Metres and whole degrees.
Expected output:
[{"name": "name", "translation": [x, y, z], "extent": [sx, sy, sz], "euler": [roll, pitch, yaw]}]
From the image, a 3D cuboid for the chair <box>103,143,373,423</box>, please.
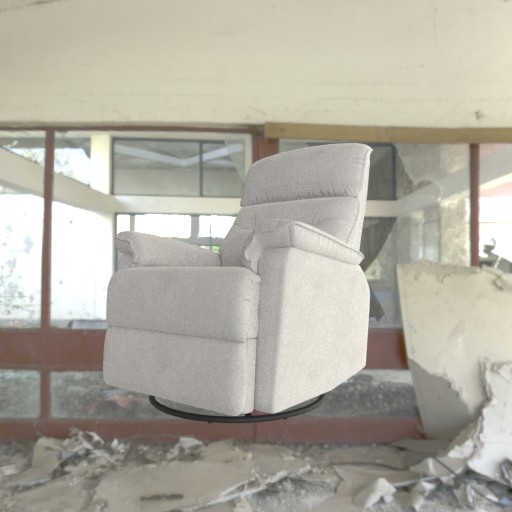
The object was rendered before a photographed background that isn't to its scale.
[{"name": "chair", "translation": [0.000, 0.000, 1.757], "extent": [0.820, 1.039, 1.001], "euler": [-1, -2, 36]}]
